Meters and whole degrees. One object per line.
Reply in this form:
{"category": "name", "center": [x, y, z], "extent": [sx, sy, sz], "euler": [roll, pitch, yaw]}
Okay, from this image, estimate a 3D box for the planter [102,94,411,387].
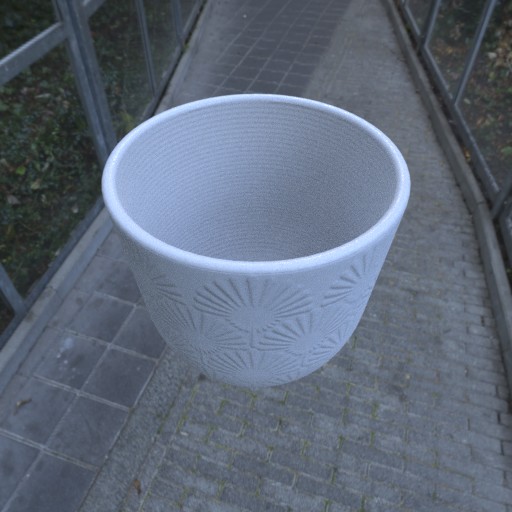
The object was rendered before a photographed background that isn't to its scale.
{"category": "planter", "center": [0.000, 0.000, 0.302], "extent": [0.170, 0.152, 0.170], "euler": [0, 45, 0]}
